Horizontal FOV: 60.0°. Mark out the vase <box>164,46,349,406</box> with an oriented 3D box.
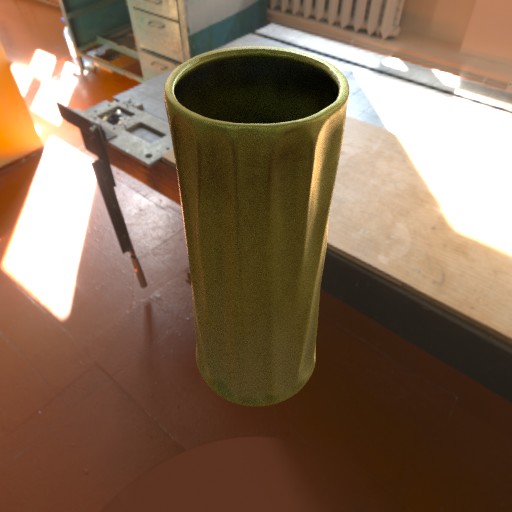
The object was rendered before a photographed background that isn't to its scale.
[{"bbox_3d":[0.000,0.000,0.176,0.061,0.143,0.061,0,46,0],"label":"vase"}]
